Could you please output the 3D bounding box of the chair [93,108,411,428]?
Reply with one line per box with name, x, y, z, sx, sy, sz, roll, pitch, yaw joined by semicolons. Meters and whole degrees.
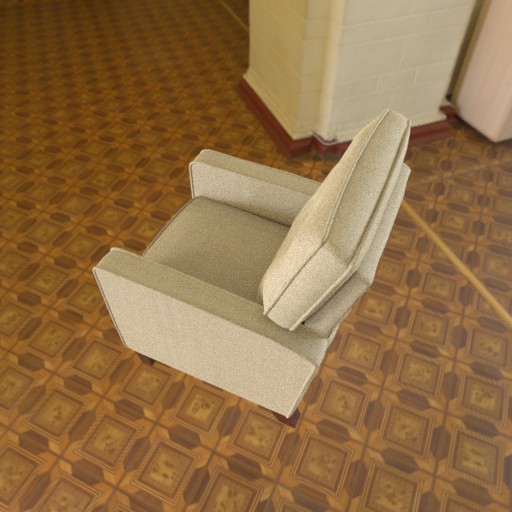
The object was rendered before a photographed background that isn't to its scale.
chair;0.000;0.000;1.421;0.754;0.888;0.648;18;50;16
